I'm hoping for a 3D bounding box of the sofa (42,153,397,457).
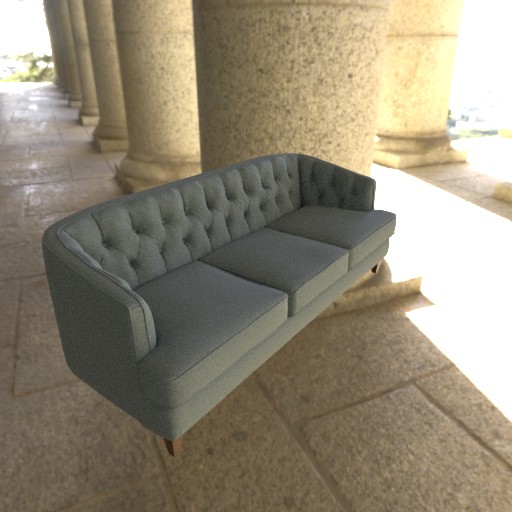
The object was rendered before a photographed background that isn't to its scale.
[{"bbox_3d":[0.000,0.000,2.650,0.941,0.855,2.278,17,30,33],"label":"sofa"}]
